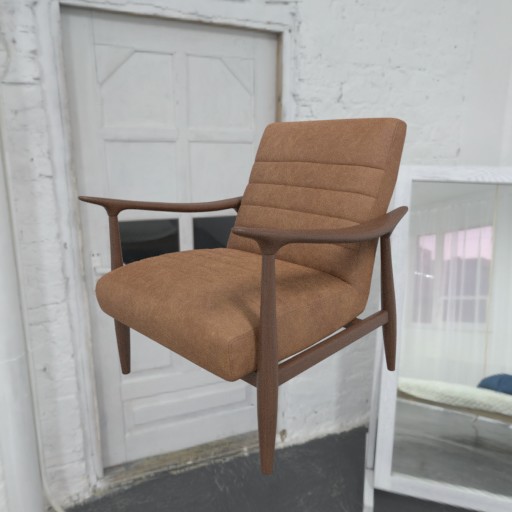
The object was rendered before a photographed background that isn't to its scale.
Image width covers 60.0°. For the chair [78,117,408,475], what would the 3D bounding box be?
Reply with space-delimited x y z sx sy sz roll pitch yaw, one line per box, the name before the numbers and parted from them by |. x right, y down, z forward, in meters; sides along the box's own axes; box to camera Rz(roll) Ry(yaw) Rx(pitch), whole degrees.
chair | 0.000 0.000 1.381 0.741 0.832 0.798 14 21 43
